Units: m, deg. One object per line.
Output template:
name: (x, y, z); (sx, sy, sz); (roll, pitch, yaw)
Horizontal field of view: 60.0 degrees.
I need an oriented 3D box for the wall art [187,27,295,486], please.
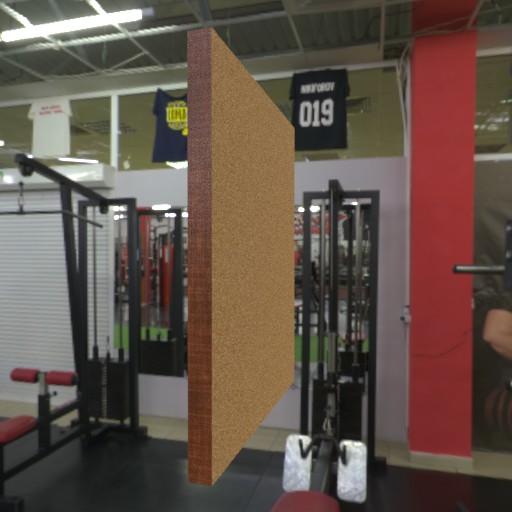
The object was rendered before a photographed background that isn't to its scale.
wall art: (0.000, 0.000, 0.775); (0.033, 0.567, 0.467); (0, 1, 18)
